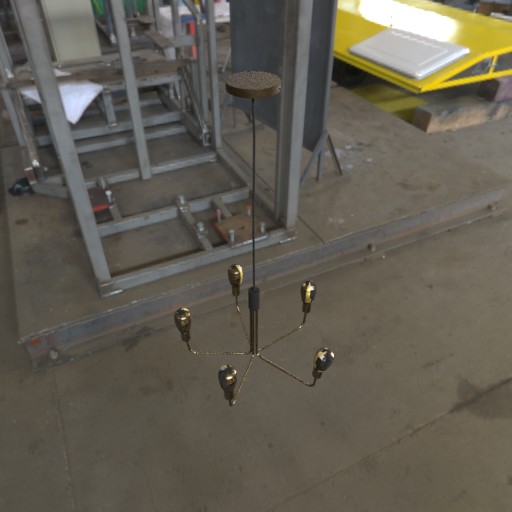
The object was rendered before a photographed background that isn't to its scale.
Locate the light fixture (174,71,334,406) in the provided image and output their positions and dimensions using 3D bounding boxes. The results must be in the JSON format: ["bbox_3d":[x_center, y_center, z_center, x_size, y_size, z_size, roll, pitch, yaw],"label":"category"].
[{"bbox_3d":[0.000,0.000,1.387,0.588,1.059,0.532,12,41,14],"label":"light fixture"}]
